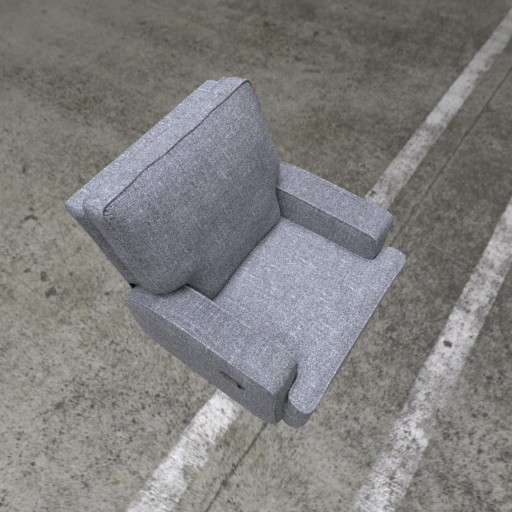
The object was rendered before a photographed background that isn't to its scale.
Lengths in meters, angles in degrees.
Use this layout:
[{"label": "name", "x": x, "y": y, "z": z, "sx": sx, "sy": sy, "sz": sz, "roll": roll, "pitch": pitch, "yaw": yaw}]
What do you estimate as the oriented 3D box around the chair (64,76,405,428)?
[{"label": "chair", "x": 0.000, "y": 0.000, "z": 1.703, "sx": 0.964, "sy": 0.962, "sz": 0.861, "roll": 31, "pitch": 64, "yaw": 17}]
